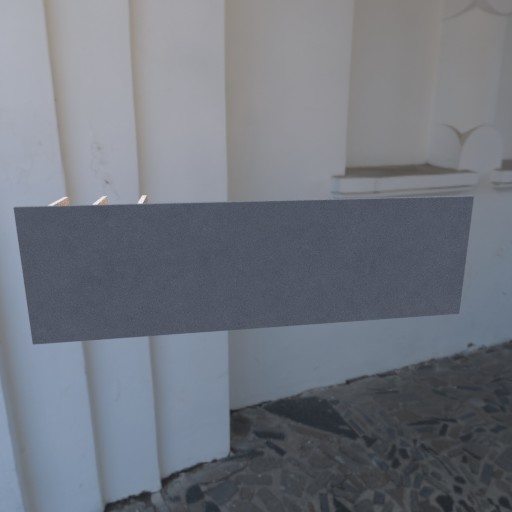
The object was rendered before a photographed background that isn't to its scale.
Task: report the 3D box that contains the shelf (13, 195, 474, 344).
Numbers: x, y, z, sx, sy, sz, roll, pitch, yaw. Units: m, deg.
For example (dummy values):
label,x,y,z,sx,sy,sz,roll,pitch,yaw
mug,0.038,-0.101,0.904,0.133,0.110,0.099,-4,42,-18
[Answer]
label,x,y,z,sx,sy,sz,roll,pitch,yaw
shelf,0.000,0.000,1.104,1.020,0.300,0.200,-3,15,-10
